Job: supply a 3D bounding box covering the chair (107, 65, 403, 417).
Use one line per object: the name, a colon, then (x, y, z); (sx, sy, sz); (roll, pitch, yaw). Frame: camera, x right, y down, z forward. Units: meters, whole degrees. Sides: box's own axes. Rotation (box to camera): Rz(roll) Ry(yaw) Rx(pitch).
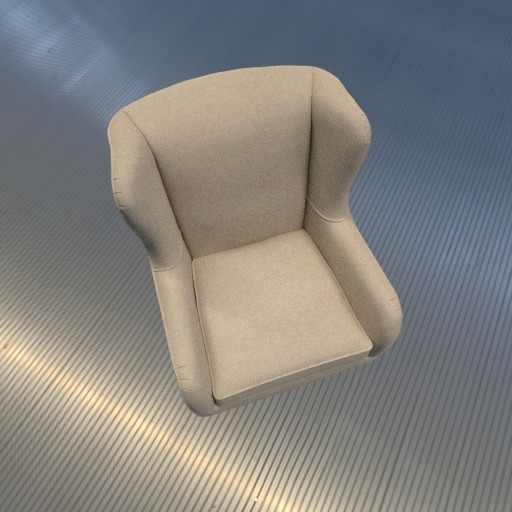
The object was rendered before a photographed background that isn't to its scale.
chair: (0.000, 0.000, 1.755); (0.838, 1.040, 0.966); (-16, 62, -9)
